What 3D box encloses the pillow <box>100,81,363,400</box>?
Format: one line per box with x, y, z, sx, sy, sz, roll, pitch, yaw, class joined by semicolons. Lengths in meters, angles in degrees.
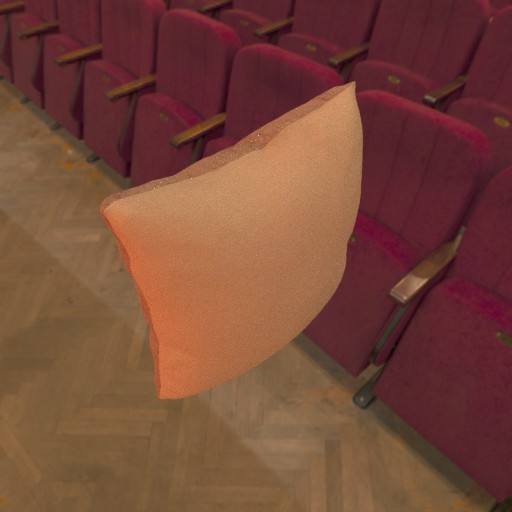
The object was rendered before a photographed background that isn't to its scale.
0.000;0.000;0.729;0.450;0.448;0.245;-33;55;-27;pillow
